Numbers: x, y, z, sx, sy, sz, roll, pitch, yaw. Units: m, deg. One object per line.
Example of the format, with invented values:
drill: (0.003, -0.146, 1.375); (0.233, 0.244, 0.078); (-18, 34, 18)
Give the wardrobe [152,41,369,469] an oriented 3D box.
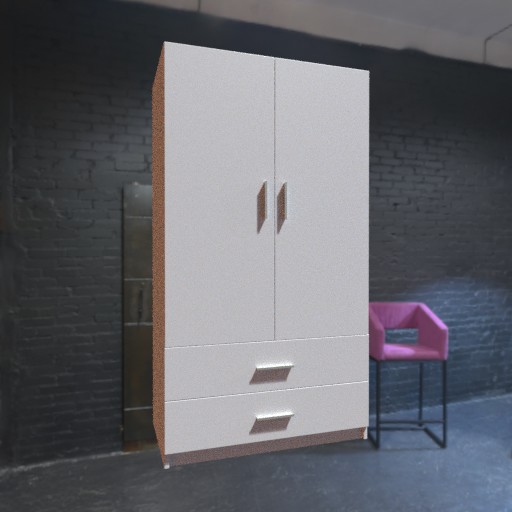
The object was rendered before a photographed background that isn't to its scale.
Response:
wardrobe: (0.000, 0.000, 2.278); (0.991, 1.808, 0.577); (0, 1, -18)
